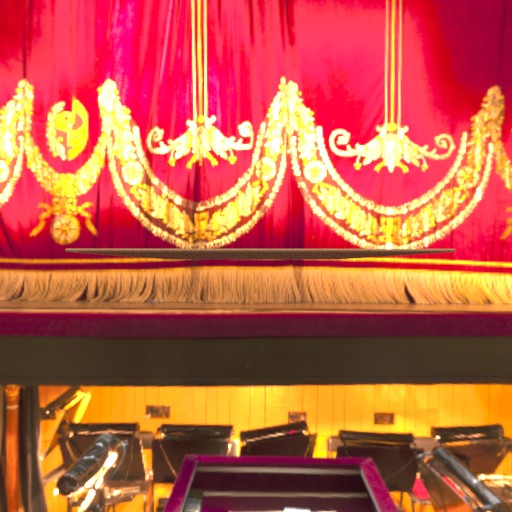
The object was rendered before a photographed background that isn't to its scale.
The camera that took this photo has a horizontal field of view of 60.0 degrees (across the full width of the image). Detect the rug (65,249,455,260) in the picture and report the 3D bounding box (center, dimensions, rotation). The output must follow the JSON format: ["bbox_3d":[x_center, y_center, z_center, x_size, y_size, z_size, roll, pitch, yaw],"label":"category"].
[{"bbox_3d":[0.000,0.000,2.847,1.532,0.017,2.244,0,-1,-1],"label":"rug"}]
